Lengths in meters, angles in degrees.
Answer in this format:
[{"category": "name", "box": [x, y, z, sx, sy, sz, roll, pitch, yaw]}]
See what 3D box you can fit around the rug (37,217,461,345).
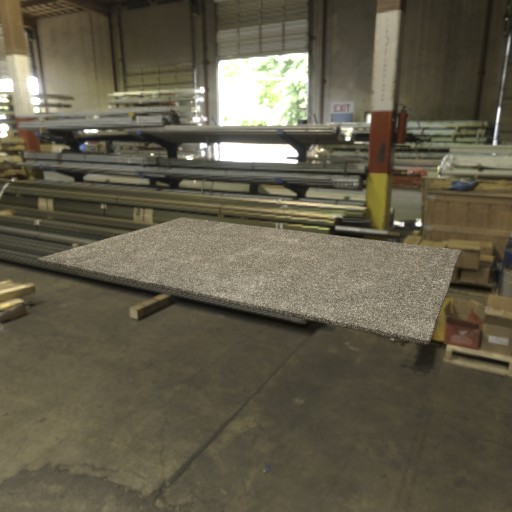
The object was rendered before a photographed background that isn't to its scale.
[{"category": "rug", "box": [0.000, 0.000, 2.898, 2.350, 0.025, 1.502, 9, 18, 27]}]
